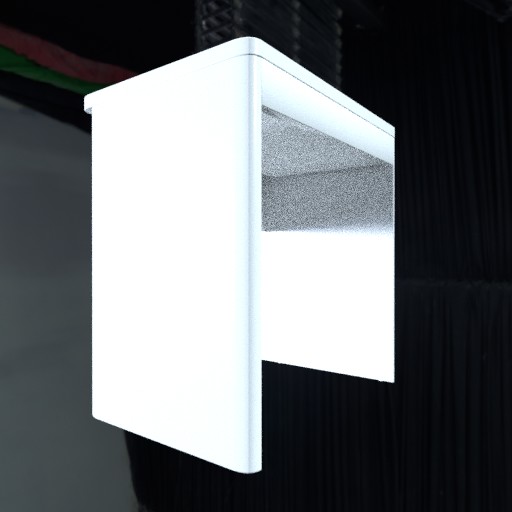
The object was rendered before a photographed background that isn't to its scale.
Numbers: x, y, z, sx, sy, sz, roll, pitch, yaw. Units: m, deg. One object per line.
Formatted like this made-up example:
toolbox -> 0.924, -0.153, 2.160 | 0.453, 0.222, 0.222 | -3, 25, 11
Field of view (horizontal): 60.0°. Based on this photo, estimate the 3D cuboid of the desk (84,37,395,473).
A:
desk -> 0.000, 0.000, 1.262 | 0.549, 0.800, 0.762 | 0, 0, 37
